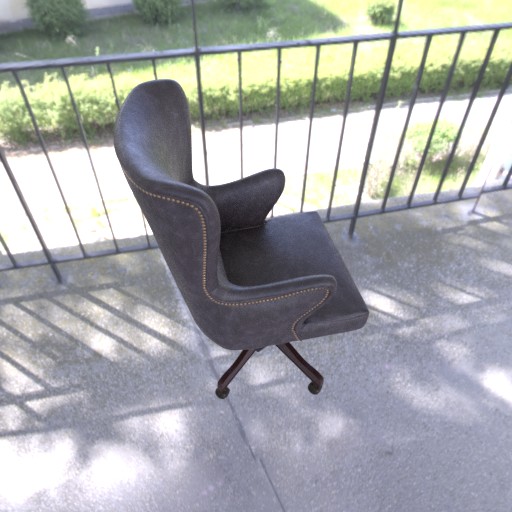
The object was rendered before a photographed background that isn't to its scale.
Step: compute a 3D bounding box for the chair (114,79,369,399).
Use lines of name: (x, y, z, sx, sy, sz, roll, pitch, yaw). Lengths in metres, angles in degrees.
chair: (0.000, 0.000, 1.492, 0.717, 1.037, 0.594, -10, 46, -9)
